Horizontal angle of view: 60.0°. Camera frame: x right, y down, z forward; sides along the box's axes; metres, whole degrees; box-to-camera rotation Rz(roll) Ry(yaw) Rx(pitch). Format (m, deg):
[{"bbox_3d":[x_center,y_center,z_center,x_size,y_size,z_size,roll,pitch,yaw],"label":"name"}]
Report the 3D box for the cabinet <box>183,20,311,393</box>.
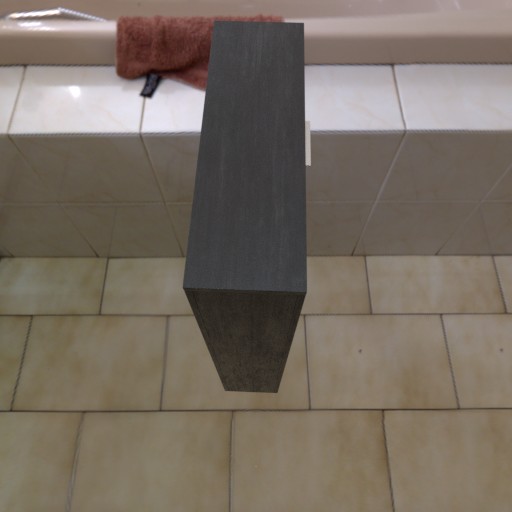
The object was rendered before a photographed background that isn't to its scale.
[{"bbox_3d":[0.000,0.000,1.577,0.250,1.280,0.750,2,65,1],"label":"cabinet"}]
